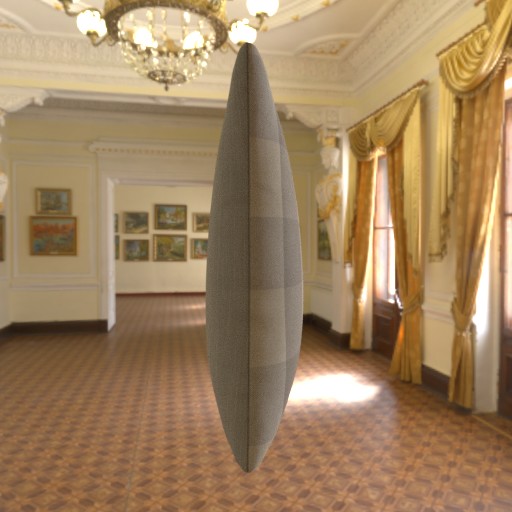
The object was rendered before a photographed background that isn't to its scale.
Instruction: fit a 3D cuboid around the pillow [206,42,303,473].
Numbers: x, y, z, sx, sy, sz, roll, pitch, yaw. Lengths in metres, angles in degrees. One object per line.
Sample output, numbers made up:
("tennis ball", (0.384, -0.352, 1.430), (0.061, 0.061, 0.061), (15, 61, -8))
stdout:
("pillow", (0.000, 0.000, 0.772), (0.161, 0.509, 0.511), (0, 1, 2))
